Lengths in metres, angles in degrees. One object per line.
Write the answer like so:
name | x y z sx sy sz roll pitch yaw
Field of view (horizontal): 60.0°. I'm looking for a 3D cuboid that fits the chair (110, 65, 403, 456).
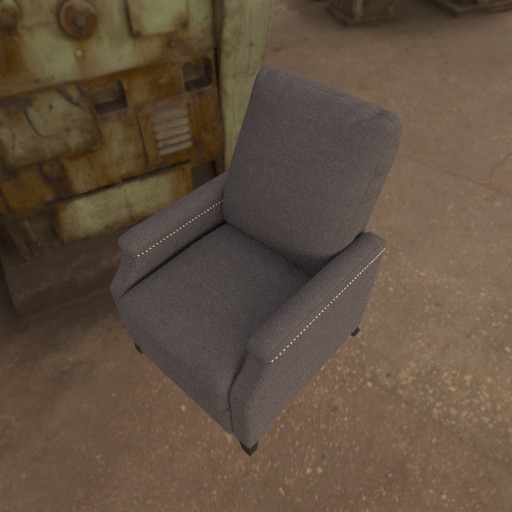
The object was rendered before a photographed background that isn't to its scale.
chair | 0.000 0.000 1.636 0.710 1.049 0.922 33 56 27
